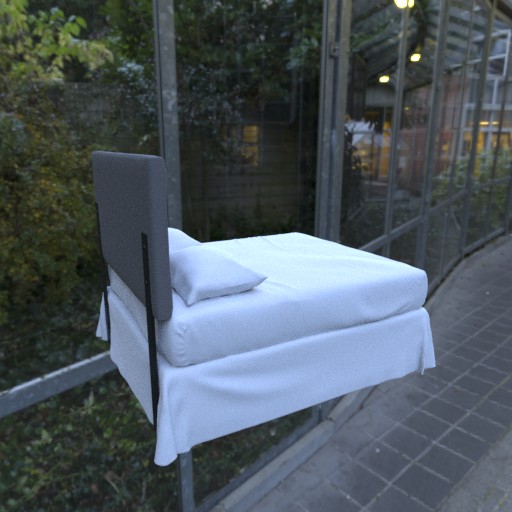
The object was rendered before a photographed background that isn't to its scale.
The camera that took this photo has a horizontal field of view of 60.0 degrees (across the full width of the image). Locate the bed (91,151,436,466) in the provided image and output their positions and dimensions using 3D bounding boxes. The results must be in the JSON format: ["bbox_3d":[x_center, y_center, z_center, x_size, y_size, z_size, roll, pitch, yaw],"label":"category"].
[{"bbox_3d":[0.000,0.000,3.433,2.222,1.577,1.936,-8,16,-28],"label":"bed"}]
